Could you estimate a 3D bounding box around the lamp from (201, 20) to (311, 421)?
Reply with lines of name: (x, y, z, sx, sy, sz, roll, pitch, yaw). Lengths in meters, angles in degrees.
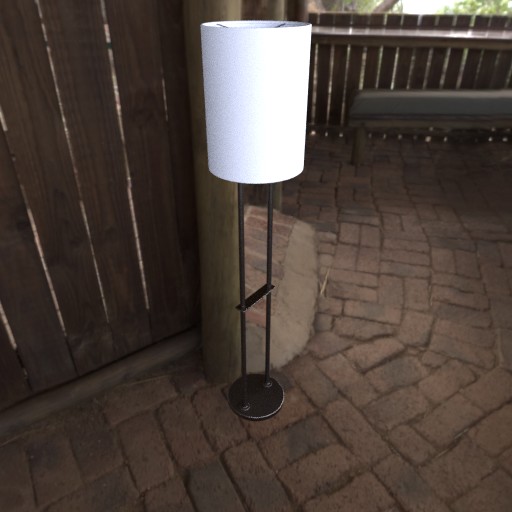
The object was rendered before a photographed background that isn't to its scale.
lamp: (0.000, 0.000, 1.614, 0.305, 1.500, 0.306, 21, 37, 31)
